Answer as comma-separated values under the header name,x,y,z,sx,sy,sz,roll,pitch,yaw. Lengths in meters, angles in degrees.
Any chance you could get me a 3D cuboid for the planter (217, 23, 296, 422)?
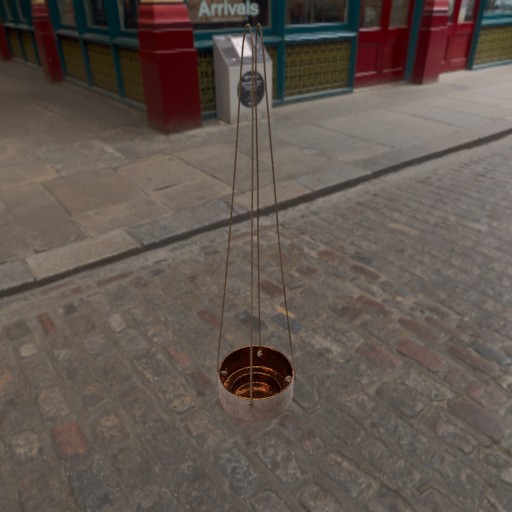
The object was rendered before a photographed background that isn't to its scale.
name,x,y,z,sx,sy,sz,roll,pitch,yaw
planter,0.000,0.000,1.108,0.223,1.030,0.223,-21,36,-32
